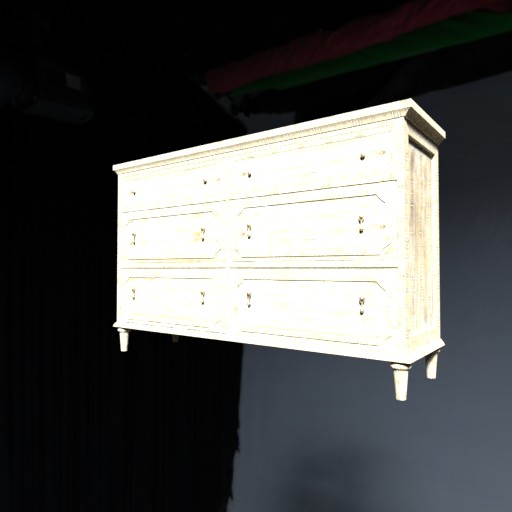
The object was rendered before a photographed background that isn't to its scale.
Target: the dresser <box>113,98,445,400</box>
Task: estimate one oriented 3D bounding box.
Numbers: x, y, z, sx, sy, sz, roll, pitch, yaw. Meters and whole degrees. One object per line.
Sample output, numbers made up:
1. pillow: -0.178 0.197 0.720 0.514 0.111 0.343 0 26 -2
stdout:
1. dresser: 0.000 0.000 2.133 1.626 1.016 0.457 -1 -2 36
